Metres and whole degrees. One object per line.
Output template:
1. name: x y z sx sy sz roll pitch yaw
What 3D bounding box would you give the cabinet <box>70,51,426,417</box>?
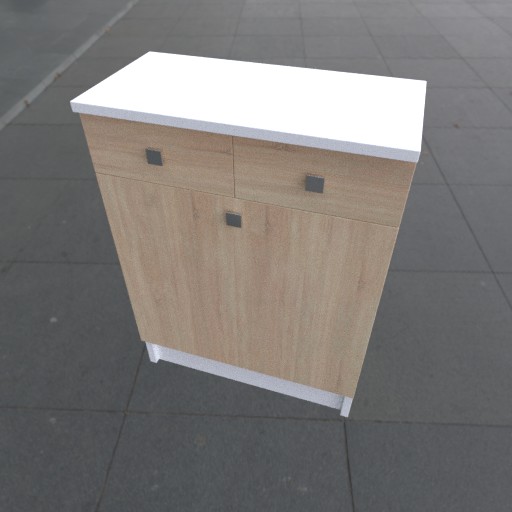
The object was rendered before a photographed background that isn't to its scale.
1. cabinet: 0.000 0.000 1.090 0.600 0.815 0.296 12 43 13
